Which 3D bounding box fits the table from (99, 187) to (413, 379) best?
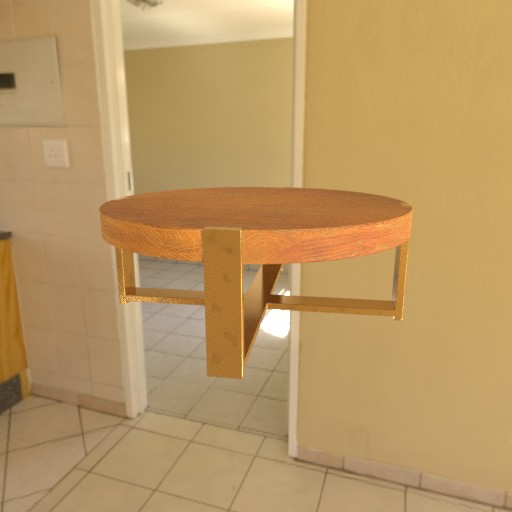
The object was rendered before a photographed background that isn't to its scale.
[{"bbox_3d":[0.000,0.000,1.704,1.100,0.420,1.100,0,14,0],"label":"table"}]
